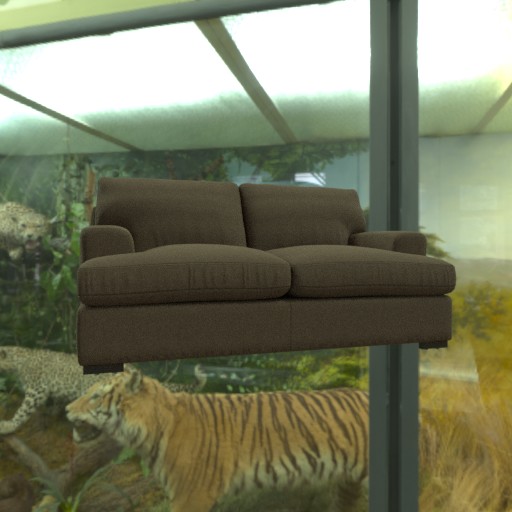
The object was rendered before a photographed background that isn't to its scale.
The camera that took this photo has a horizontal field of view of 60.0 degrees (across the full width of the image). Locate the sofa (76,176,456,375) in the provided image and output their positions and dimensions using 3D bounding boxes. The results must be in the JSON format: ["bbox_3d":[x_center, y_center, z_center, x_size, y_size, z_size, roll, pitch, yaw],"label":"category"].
[{"bbox_3d":[0.000,0.000,2.516,1.869,0.950,1.140,0,0,-17],"label":"sofa"}]
